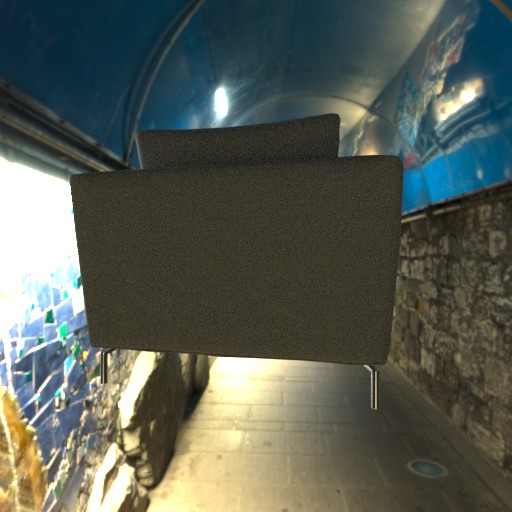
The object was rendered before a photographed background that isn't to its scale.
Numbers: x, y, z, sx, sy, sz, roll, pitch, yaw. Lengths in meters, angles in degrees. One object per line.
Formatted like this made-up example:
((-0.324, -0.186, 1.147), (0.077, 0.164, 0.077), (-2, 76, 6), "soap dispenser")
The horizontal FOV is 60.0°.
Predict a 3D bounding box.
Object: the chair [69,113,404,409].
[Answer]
((0.000, 0.000, 1.688), (1.041, 0.864, 0.889), (0, 0, 16), "chair")
